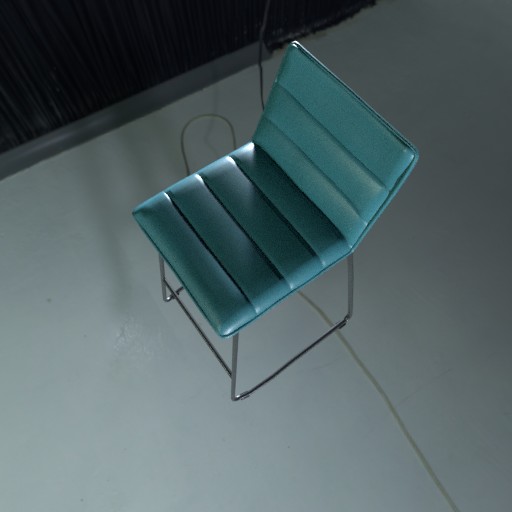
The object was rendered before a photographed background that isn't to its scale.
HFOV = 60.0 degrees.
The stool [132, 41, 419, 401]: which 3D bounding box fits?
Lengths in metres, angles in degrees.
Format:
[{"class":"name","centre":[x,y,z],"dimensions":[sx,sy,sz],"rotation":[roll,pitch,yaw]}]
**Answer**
[{"class":"stool","centre":[0.000,0.000,1.241],"dimensions":[0.524,0.936,0.489],"rotation":[-34,69,-15]}]
